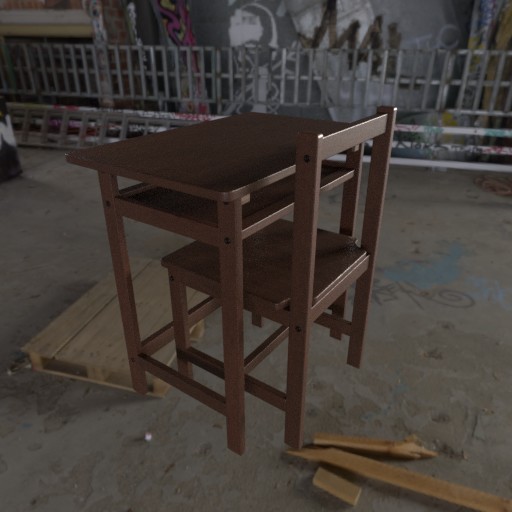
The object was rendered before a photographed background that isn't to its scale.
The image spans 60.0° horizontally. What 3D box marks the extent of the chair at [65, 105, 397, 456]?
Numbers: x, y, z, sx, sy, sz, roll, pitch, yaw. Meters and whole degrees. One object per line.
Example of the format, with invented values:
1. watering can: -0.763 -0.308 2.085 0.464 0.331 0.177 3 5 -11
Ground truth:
1. chair: 0.000 0.000 1.045 0.463 0.673 0.599 18 32 31
